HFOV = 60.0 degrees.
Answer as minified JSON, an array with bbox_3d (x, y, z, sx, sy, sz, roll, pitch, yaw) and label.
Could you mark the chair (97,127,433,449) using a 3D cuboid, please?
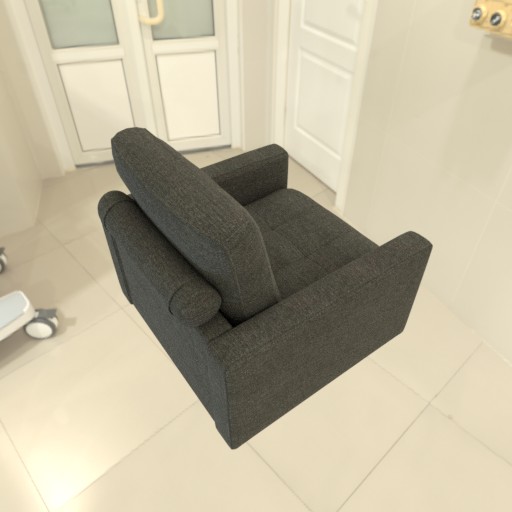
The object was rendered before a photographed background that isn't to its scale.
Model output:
[{"bbox_3d":[0.000,0.000,1.532,0.843,0.880,0.821,-26,48,-26],"label":"chair"}]
